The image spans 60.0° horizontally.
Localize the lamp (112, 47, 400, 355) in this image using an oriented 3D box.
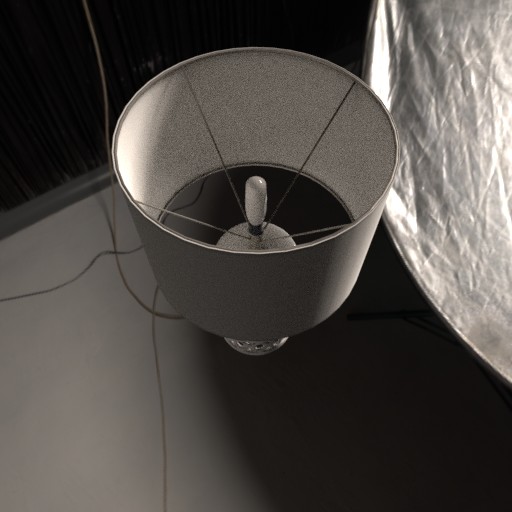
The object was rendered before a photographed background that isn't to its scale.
[{"bbox_3d":[0.000,0.000,0.689,0.310,0.502,0.310,0,58,0],"label":"lamp"}]
